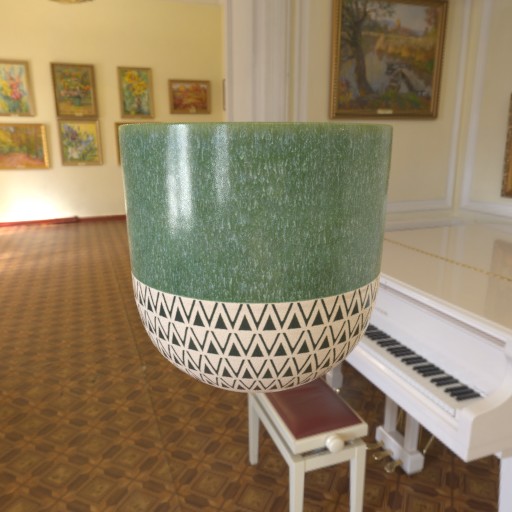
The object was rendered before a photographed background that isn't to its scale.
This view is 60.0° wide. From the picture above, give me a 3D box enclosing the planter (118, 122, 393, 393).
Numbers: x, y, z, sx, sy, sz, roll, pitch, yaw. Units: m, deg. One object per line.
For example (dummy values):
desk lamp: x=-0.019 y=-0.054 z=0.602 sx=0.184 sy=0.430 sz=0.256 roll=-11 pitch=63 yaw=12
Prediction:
planter: x=0.000 y=0.000 z=0.481 sx=0.266 sy=0.270 sz=0.266 roll=0 pitch=15 yaw=0
